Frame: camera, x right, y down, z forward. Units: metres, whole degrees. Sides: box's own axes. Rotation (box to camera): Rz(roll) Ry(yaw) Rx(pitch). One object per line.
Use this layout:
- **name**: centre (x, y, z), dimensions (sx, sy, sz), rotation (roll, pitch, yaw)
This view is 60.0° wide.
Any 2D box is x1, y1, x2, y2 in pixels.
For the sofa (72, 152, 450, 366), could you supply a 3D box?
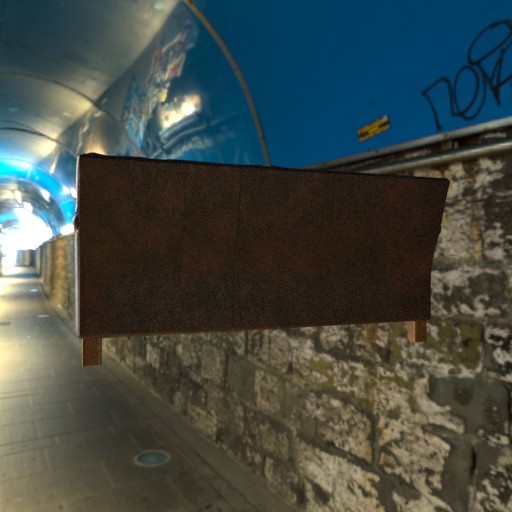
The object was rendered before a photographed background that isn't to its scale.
- **sofa**: centre (0.000, 0.000, 2.805), dimensions (2.144, 1.071, 1.147), rotation (0, 0, -18)
